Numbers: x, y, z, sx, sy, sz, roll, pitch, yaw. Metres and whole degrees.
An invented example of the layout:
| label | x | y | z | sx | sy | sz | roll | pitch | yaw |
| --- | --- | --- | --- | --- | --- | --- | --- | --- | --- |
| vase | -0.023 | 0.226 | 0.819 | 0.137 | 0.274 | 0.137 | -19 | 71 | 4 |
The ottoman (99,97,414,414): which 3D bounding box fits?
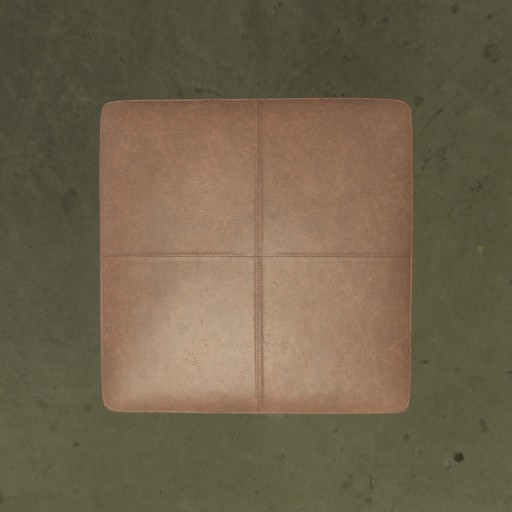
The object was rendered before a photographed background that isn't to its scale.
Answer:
| label | x | y | z | sx | sy | sz | roll | pitch | yaw |
| --- | --- | --- | --- | --- | --- | --- | --- | --- | --- |
| ottoman | 0.000 | 0.000 | 1.769 | 1.168 | 0.490 | 1.168 | 0 | 91 | 1 |
